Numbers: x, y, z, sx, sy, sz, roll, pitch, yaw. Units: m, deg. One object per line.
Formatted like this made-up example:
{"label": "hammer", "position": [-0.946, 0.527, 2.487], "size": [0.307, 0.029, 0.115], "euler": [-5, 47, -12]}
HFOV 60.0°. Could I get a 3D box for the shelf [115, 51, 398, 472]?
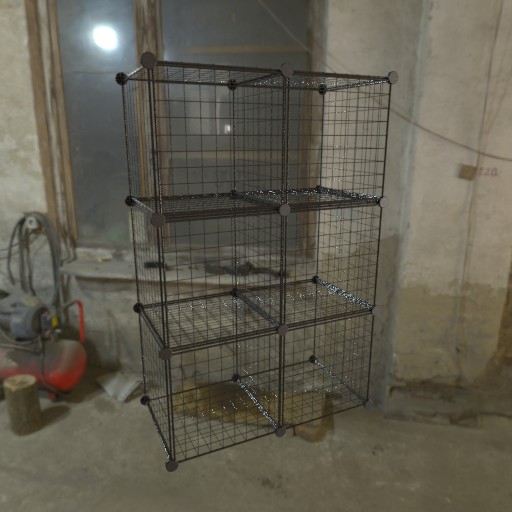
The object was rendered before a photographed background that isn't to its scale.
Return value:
{"label": "shelf", "position": [0.000, 0.000, 1.379], "size": [0.711, 1.067, 0.356], "euler": [-7, 17, -25]}
